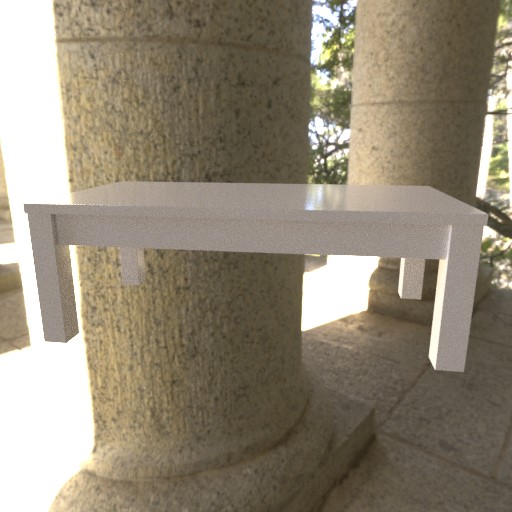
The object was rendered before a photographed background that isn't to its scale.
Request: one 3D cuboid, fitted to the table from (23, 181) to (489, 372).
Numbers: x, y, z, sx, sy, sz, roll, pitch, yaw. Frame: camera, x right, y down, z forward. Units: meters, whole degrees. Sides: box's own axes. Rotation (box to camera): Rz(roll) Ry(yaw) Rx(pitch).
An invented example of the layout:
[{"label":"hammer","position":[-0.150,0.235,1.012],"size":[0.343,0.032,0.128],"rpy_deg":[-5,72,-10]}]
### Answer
[{"label":"table","position":[0.000,0.000,1.664],"size":[1.350,0.470,0.700],"rpy_deg":[2,15,8]}]
